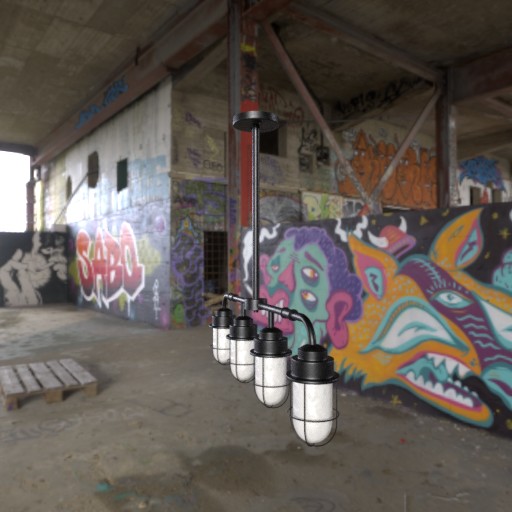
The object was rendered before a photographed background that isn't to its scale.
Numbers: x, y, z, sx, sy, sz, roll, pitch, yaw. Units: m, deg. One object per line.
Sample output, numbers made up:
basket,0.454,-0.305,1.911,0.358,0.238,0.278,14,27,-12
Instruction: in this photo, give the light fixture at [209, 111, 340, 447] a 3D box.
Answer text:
light fixture,0.000,0.000,1.262,0.131,0.785,0.852,0,-1,-18
